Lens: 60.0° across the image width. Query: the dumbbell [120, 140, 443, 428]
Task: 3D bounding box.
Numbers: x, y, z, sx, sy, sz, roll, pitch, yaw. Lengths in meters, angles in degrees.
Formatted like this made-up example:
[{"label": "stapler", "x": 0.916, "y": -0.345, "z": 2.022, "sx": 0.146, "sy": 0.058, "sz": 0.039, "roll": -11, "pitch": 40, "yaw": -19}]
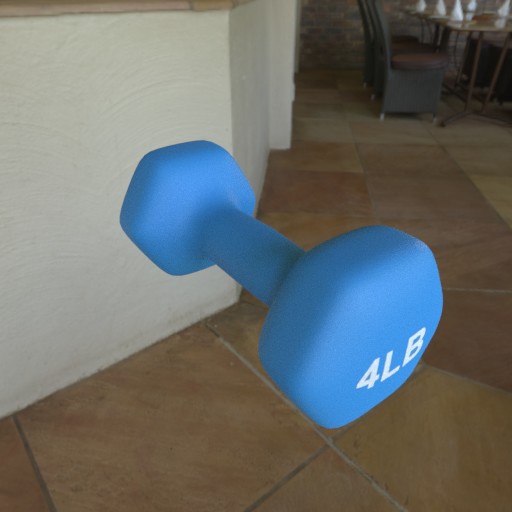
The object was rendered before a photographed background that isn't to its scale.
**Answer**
[{"label": "dumbbell", "x": 0.000, "y": 0.000, "z": 0.193, "sx": 0.074, "sy": 0.066, "sz": 0.152, "roll": -21, "pitch": 37, "yaw": -30}]
